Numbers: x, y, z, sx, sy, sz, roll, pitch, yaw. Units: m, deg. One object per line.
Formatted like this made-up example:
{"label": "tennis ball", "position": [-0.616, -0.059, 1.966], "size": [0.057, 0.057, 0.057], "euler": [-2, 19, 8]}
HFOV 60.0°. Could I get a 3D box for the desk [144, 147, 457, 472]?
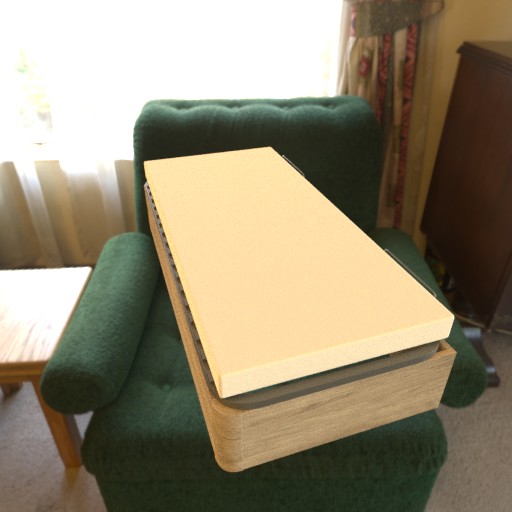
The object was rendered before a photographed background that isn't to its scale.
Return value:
{"label": "desk", "position": [0.000, 0.000, 2.270], "size": [0.900, 0.455, 1.900], "euler": [-10, 34, -16]}
